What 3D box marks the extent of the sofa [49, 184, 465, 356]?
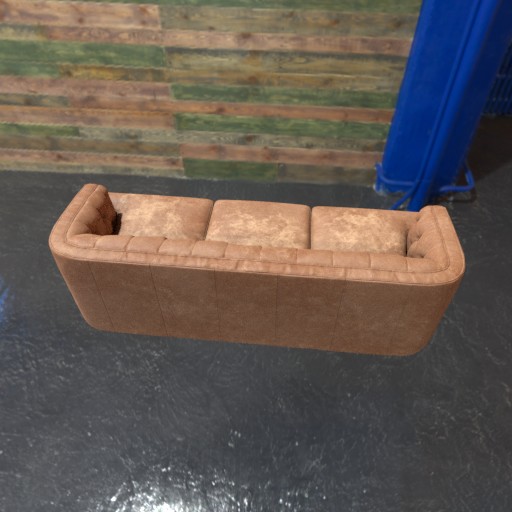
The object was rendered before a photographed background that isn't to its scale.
[{"bbox_3d":[0.000,0.000,2.720,2.257,0.791,0.922,4,47,4],"label":"sofa"}]
